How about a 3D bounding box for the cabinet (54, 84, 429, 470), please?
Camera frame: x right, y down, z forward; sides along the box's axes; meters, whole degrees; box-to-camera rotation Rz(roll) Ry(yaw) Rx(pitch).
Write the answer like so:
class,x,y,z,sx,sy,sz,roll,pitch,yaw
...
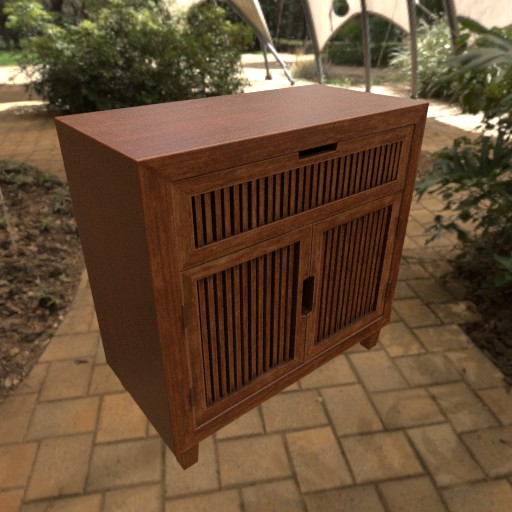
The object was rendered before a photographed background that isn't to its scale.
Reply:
class,x,y,z,sx,sy,sz,roll,pitch,yaw
cabinet,0.000,0.000,1.224,0.796,0.785,0.412,-21,35,-33
